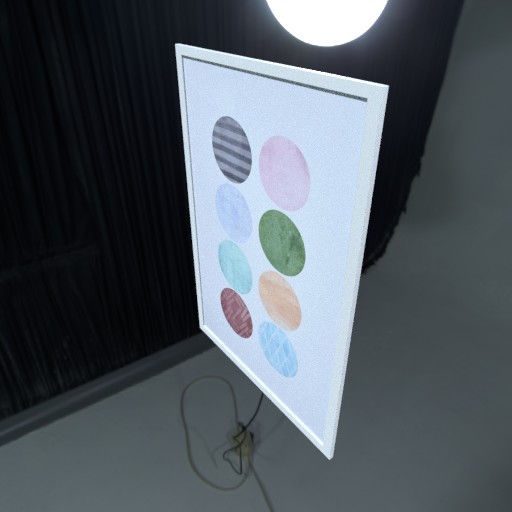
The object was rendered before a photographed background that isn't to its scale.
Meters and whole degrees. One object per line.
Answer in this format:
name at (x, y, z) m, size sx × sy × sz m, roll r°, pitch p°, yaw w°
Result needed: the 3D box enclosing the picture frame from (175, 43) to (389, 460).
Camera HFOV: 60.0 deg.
picture frame at (0.000, 0.000, 1.149) m, size 0.013 × 0.940 × 0.659 m, roll -22°, pitch 38°, yaw -31°
